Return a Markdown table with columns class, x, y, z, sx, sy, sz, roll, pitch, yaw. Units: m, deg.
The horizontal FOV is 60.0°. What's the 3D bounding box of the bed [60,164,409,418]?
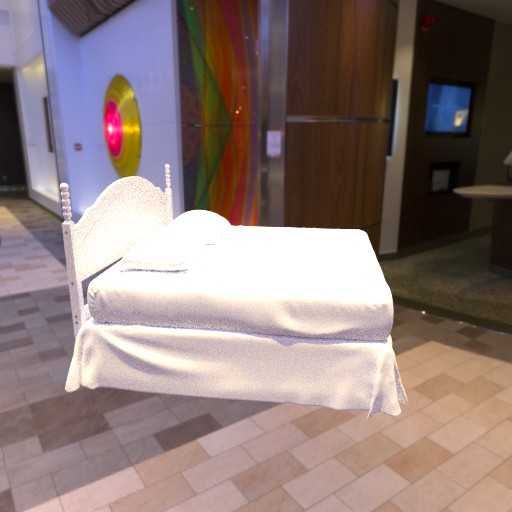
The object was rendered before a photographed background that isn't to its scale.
| class | x | y | z | sx | sy | sz | roll | pitch | yaw |
| --- | --- | --- | --- | --- | --- | --- | --- | --- | --- |
| bed | 0.000 | 0.000 | 3.677 | 2.219 | 1.355 | 2.322 | 2 | 15 | 9 |
